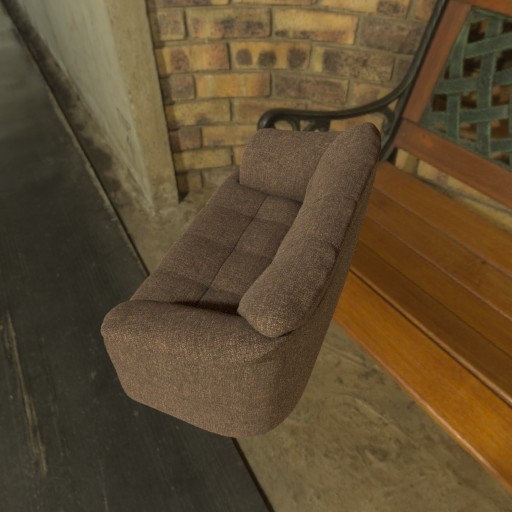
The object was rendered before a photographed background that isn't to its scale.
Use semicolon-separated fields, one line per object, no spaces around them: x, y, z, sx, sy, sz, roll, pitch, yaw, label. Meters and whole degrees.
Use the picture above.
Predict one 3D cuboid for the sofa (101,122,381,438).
0.000;0.000;1.979;0.799;0.895;1.404;17;48;16;sofa
